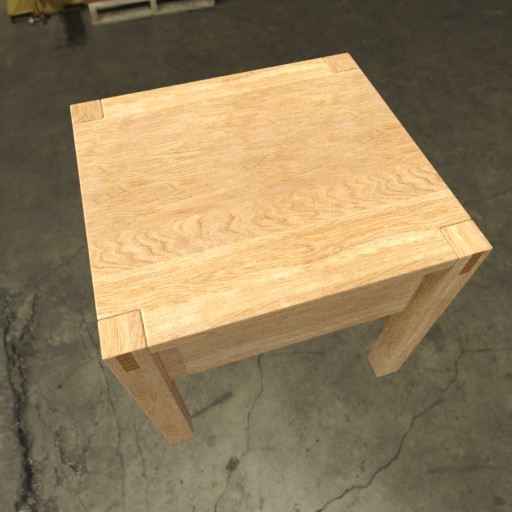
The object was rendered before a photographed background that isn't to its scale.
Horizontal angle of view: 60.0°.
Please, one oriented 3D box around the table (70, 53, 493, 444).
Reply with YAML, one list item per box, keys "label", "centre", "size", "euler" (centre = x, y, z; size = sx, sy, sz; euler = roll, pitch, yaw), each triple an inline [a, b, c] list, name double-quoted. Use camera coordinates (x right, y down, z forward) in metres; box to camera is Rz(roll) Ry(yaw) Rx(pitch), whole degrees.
- label: "table"
  centre: [0.000, 0.000, 0.812]
  size: [0.480, 0.450, 0.440]
  euler: [-15, 58, -10]
